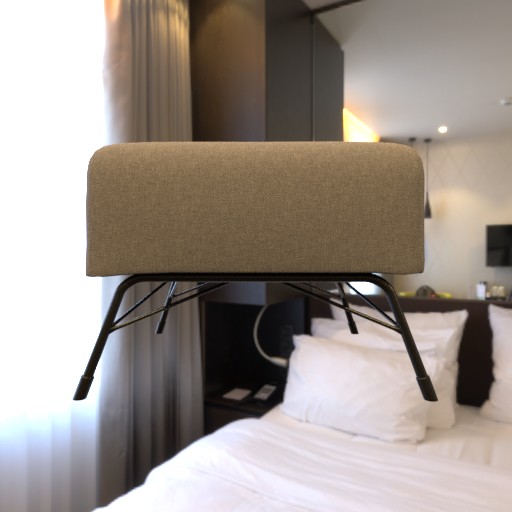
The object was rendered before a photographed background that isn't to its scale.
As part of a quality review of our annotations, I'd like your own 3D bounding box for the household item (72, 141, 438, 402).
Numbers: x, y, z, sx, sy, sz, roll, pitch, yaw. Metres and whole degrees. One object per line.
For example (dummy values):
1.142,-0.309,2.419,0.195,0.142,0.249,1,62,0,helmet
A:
0.000,0.000,0.897,0.530,0.410,0.530,0,1,0,household item
